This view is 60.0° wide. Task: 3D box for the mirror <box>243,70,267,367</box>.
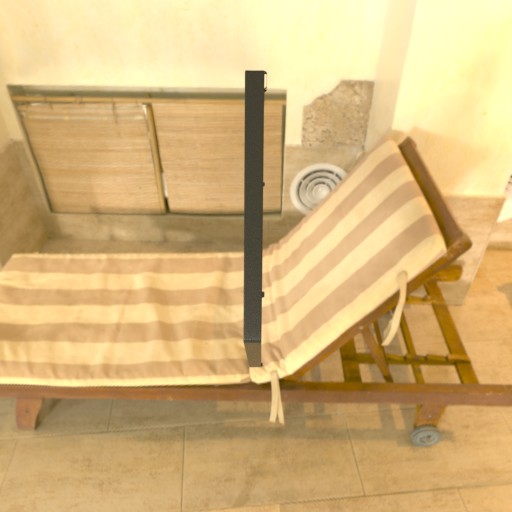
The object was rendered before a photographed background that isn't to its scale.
[{"bbox_3d":[0.000,0.000,0.845,0.032,0.679,0.419,1,39,1],"label":"mirror"}]
